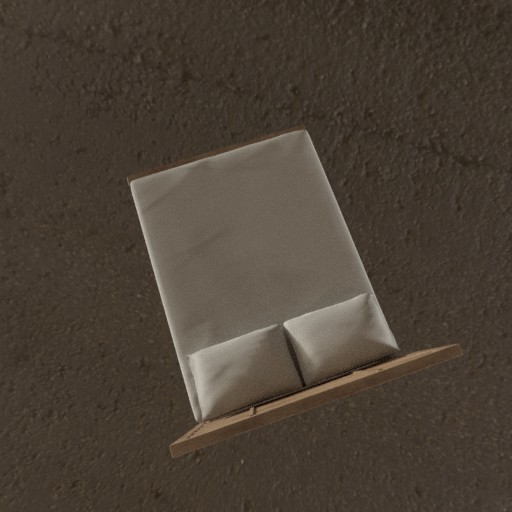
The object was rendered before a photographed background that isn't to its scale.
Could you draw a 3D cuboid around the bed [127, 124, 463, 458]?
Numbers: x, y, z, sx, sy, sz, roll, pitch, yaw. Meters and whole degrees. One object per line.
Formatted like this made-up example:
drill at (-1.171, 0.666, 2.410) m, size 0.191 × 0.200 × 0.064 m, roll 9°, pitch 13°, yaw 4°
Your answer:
bed at (0.000, 0.000, 3.381) m, size 1.626 × 1.626 × 2.197 m, roll -18°, pitch 75°, yaw -5°
